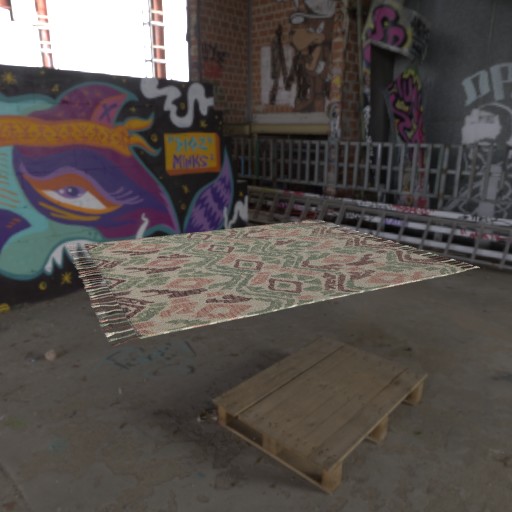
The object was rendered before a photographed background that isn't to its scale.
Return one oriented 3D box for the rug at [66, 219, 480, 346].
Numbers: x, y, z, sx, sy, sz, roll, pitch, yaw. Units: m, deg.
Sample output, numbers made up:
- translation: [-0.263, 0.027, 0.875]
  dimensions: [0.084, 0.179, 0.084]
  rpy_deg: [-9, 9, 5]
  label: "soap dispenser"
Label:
- translation: [0.000, 0.000, 4.079]
  dimensions: [3.048, 0.010, 2.438]
  rpy_deg: [-8, 18, -26]
  label: "rug"
